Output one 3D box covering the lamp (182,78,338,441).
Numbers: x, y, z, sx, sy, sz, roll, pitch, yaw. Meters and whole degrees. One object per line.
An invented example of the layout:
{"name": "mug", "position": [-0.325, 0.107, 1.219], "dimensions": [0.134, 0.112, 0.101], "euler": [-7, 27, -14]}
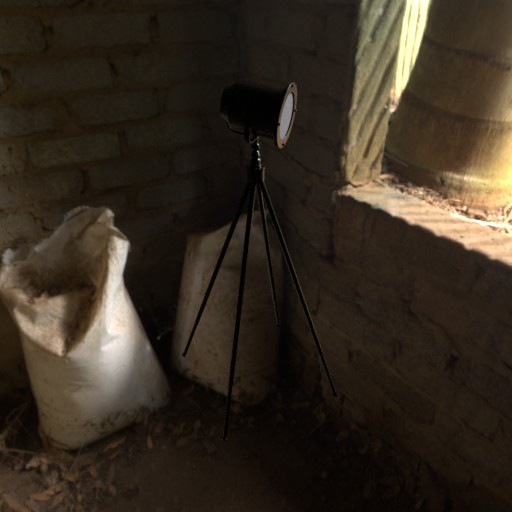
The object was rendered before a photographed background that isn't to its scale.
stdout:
{"name": "lamp", "position": [0.000, 0.000, 2.006], "dimensions": [0.884, 1.504, 0.879], "euler": [10, 33, 17]}
